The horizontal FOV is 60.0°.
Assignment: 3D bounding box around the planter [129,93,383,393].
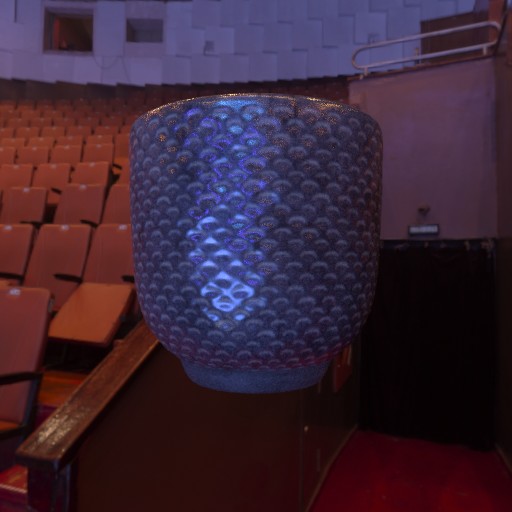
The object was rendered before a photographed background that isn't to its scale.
[{"bbox_3d":[0.000,0.000,0.356,0.197,0.191,0.197,0,-1,0],"label":"planter"}]
